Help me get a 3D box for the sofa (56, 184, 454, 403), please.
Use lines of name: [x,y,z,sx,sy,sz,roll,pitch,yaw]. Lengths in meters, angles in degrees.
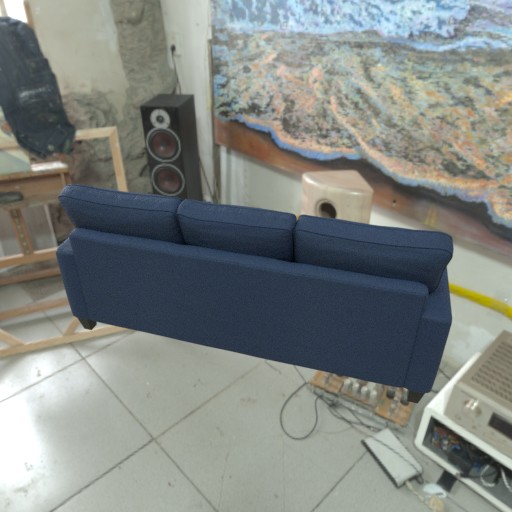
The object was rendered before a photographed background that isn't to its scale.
sofa: [0.000,0.000,2.690,2.158,0.965,0.951,9,33,14]
